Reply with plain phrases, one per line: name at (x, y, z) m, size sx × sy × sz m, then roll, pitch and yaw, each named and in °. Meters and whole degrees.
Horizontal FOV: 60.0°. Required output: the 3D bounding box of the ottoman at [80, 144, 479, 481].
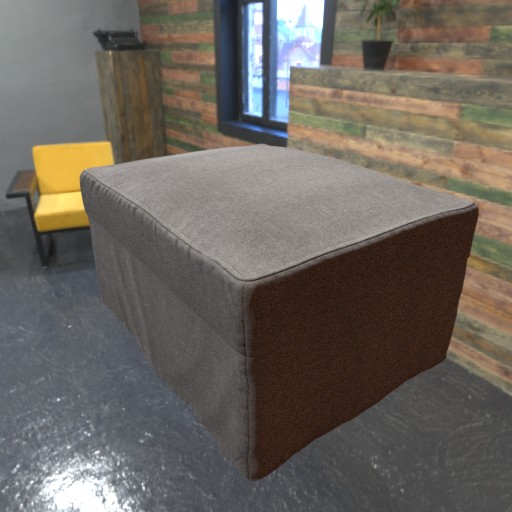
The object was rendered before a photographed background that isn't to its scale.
ottoman at (0.000, 0.000, 1.186) m, size 0.652 × 0.492 × 0.833 m, roll -18°, pitch 31°, yaw -32°
